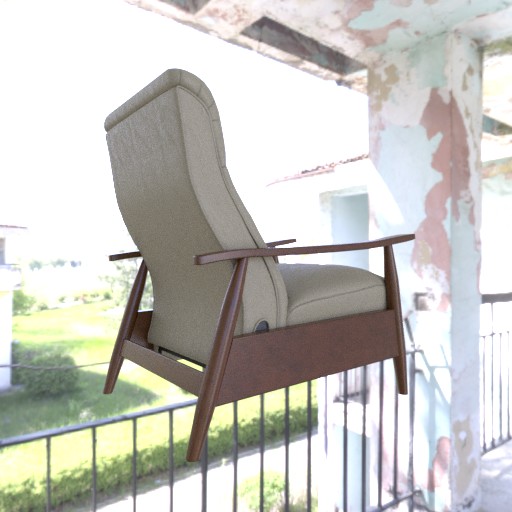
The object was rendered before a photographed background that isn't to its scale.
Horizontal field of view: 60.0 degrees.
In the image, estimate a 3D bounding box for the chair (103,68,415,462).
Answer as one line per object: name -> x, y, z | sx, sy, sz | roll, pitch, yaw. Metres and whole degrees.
chair -> 0.000, 0.000, 1.749 | 1.014, 1.082, 0.762 | 0, 1, -36
